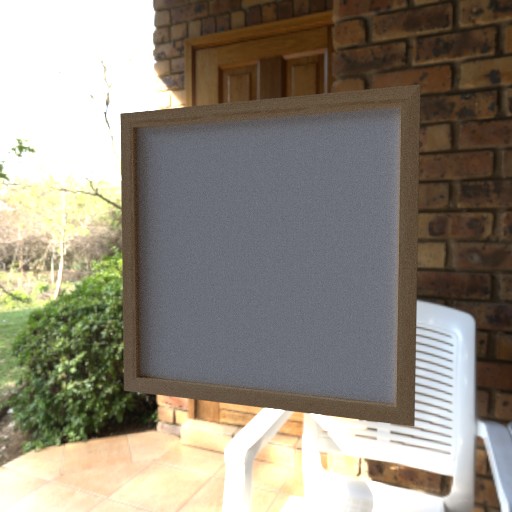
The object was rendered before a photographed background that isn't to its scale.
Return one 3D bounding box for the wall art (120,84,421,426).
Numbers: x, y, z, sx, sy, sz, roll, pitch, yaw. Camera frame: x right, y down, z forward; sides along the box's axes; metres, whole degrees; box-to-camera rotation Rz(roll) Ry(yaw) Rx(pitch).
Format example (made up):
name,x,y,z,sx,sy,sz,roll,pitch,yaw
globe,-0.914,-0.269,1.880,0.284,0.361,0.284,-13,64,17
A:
name,x,y,z,sx,sy,sz,roll,pitch,yaw
wall art,0.000,0.000,1.113,0.762,0.762,0.027,1,3,18
